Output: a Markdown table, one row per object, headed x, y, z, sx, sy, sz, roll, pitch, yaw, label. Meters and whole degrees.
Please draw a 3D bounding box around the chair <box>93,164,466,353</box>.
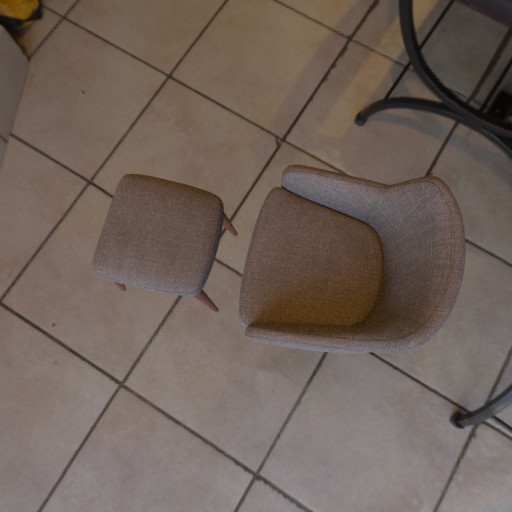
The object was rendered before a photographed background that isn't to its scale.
| x | y | z | sx | sy | sz | roll | pitch | yaw | label |
| --- | --- | --- | --- | --- | --- | --- | --- | --- | --- |
| 0.000 | 0.000 | 1.542 | 1.107 | 0.799 | 0.584 | 13 | 76 | 3 | chair |
